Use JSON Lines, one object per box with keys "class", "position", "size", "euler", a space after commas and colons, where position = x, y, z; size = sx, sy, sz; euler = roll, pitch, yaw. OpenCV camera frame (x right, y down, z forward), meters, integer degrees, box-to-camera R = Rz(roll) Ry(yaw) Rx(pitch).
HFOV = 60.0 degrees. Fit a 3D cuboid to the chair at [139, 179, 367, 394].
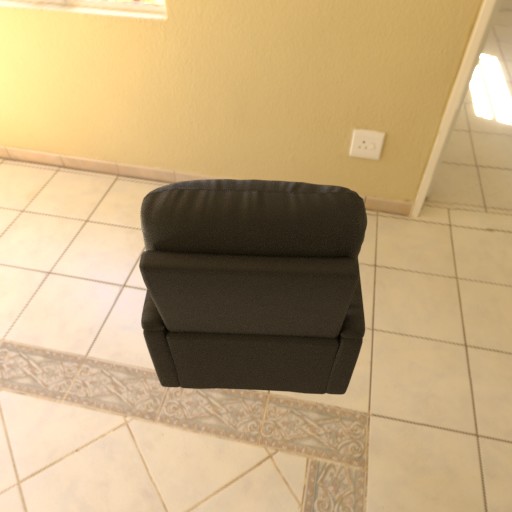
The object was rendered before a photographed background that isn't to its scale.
{"class": "chair", "position": [0.000, 0.000, 1.649], "size": [0.775, 1.082, 0.831], "euler": [2, 48, 2]}
